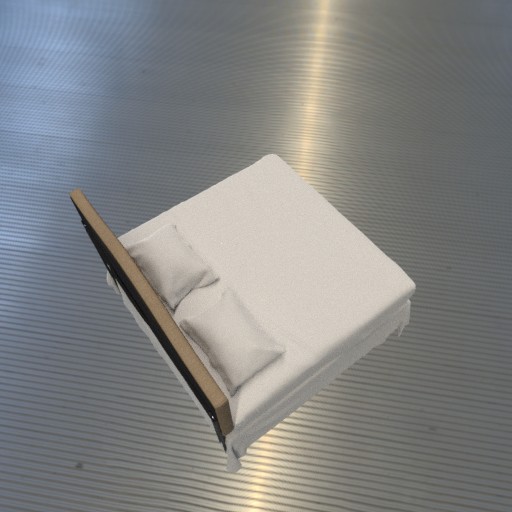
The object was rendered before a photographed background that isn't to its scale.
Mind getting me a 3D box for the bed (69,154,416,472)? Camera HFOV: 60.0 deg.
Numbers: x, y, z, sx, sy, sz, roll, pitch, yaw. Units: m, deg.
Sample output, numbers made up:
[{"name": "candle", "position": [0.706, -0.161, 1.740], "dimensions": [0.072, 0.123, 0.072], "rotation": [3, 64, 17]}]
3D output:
[{"name": "bed", "position": [0.000, 0.000, 3.752], "dimensions": [2.222, 1.651, 2.311], "rotation": [-32, 63, -19]}]
